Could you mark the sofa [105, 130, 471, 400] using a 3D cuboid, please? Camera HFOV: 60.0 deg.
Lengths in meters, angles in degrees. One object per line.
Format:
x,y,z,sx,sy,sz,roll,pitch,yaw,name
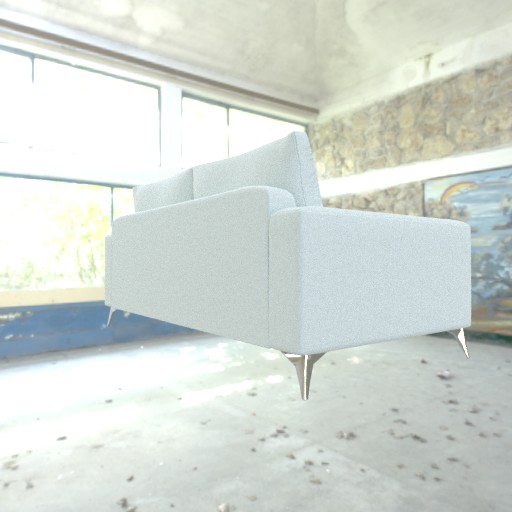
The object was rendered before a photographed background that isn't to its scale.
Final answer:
0.000,0.000,2.103,0.920,0.790,1.650,0,-1,-36,sofa
